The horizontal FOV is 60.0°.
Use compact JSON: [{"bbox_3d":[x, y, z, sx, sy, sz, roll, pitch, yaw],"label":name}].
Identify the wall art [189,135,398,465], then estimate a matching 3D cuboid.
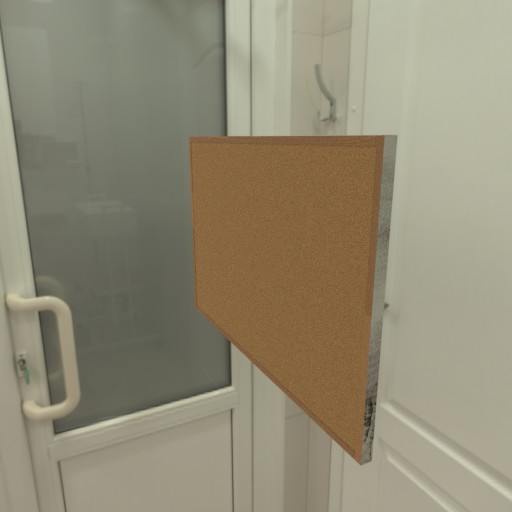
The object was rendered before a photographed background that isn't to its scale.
[{"bbox_3d":[0.000,0.000,1.451,0.035,0.758,1.141,-8,17,-27],"label":"wall art"}]
